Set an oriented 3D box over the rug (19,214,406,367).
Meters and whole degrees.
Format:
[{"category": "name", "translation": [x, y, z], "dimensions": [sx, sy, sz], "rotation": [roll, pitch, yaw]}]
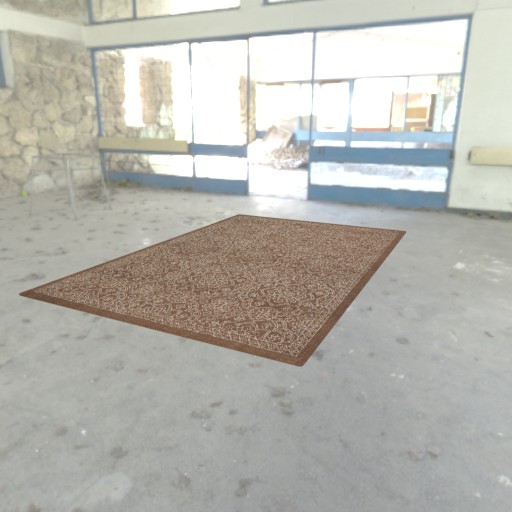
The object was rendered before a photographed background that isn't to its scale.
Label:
[{"category": "rug", "translation": [0.000, 0.000, 2.297], "dimensions": [1.219, 0.010, 1.829], "rotation": [8, 19, 26]}]
